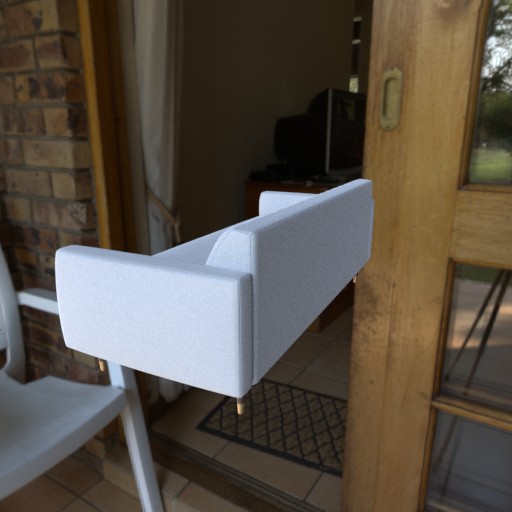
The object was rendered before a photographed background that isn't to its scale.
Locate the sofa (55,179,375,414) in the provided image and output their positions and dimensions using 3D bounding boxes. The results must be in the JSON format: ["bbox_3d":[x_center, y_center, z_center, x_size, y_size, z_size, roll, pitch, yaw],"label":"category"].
[{"bbox_3d":[0.000,0.000,2.805,0.990,0.821,2.291,8,18,26],"label":"sofa"}]
